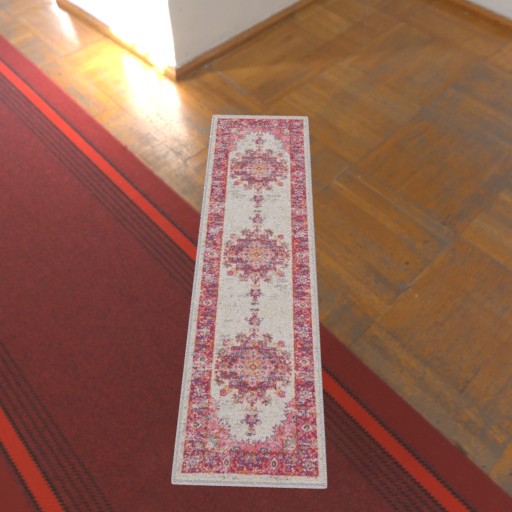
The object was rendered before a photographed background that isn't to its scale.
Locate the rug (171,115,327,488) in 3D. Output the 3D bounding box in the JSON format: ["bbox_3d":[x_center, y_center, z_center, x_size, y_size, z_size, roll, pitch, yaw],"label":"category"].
[{"bbox_3d":[0.000,0.000,2.478,0.666,0.011,2.294,1,58,1],"label":"rug"}]
